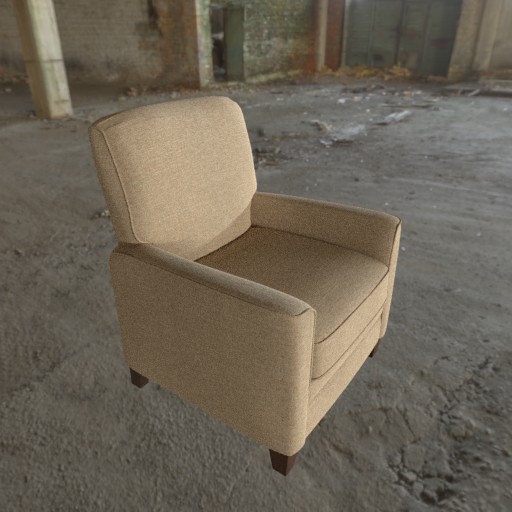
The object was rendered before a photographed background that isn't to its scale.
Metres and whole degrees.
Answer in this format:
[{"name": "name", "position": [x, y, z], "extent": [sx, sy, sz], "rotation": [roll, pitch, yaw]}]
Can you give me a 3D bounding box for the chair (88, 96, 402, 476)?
[{"name": "chair", "position": [0.000, 0.000, 1.624], "extent": [0.858, 1.028, 0.841], "rotation": [18, 32, 31]}]
